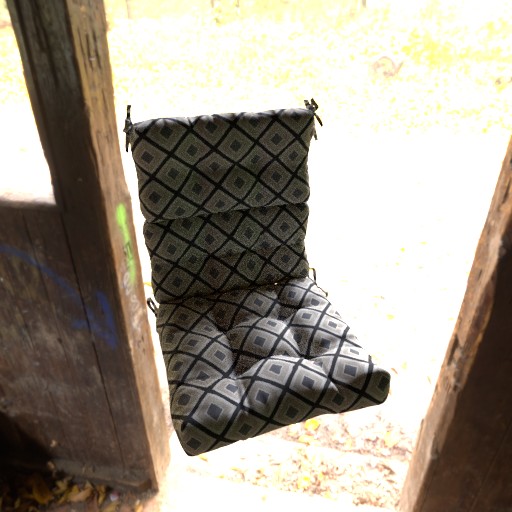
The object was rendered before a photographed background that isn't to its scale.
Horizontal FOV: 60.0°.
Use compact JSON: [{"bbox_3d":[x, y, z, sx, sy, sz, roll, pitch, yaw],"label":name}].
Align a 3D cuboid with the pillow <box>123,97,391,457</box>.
[{"bbox_3d":[0.000,0.000,1.032,0.519,0.605,0.571,-9,33,-15],"label":"pillow"}]
